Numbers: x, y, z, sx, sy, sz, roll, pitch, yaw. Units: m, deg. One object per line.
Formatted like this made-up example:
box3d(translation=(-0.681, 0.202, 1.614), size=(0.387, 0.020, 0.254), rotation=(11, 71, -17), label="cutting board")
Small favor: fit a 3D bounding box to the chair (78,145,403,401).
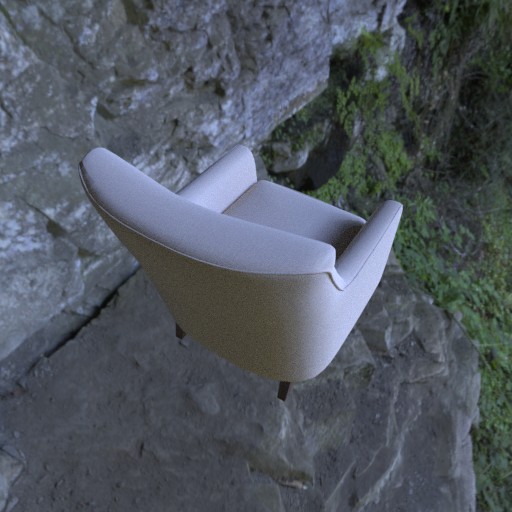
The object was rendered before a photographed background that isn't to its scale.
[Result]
box3d(translation=(0.000, 0.000, 1.568), size=(0.756, 0.916, 0.879), rotation=(25, 51, 22), label="chair")
